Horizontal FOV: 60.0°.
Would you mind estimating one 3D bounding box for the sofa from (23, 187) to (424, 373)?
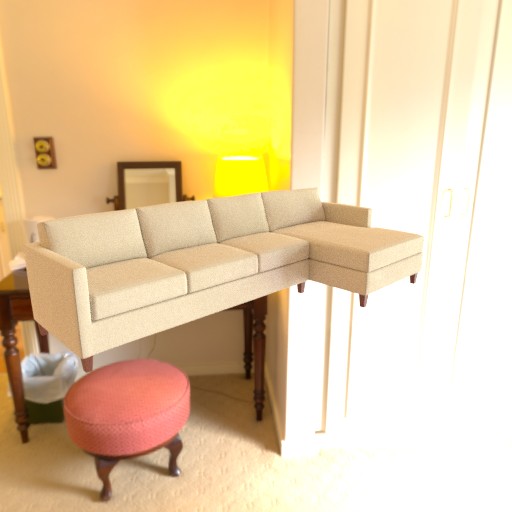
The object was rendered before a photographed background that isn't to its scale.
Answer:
[{"bbox_3d":[0.000,0.000,4.057,3.471,0.954,1.599,-14,21,-42],"label":"sofa"}]
